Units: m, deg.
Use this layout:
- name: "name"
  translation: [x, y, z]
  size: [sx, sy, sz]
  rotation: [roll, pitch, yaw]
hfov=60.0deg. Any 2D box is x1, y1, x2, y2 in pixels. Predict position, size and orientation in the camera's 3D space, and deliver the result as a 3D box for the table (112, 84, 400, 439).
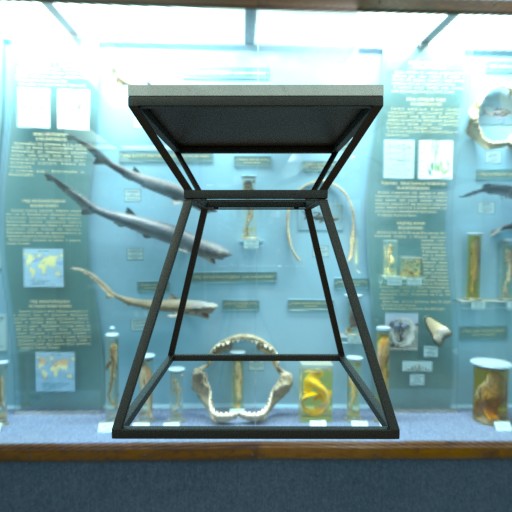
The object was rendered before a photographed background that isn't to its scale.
- name: "table"
  translation: [0.000, 0.000, 0.913]
  size: [0.455, 0.559, 0.455]
  rotation: [0, 2, 0]
